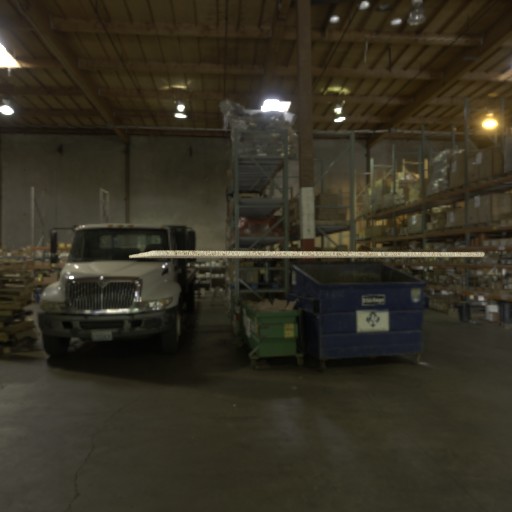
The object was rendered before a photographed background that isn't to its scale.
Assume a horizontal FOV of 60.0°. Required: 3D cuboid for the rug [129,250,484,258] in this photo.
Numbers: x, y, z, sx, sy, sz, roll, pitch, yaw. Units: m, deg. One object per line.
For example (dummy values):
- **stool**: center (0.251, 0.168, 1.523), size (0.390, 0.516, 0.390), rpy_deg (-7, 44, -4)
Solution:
- **rug**: center (0.000, 0.000, 3.440), size (1.801, 0.024, 2.700), rpy_deg (0, 0, -18)
